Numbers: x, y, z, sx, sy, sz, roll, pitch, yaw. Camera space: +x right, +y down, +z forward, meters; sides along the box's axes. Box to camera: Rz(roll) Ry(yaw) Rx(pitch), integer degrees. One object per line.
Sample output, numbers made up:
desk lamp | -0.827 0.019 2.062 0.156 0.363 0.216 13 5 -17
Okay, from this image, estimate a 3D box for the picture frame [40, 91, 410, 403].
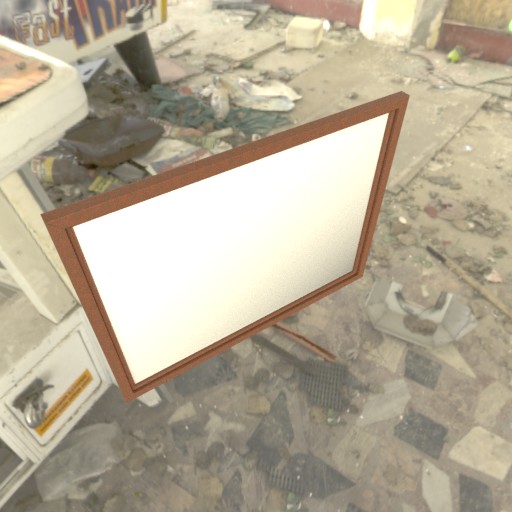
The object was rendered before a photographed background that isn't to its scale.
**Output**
picture frame | 0.000 0.000 1.775 1.329 1.018 0.045 -25 51 -22
